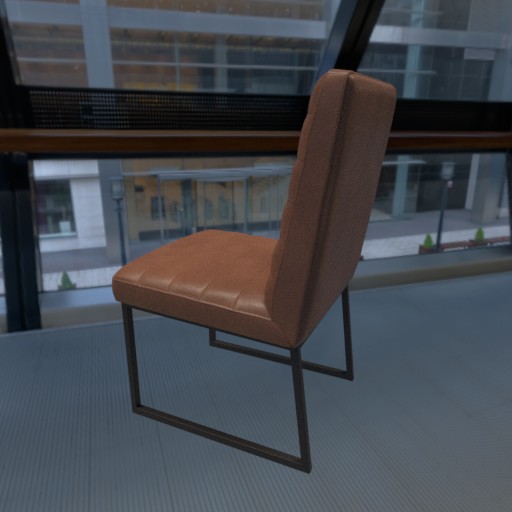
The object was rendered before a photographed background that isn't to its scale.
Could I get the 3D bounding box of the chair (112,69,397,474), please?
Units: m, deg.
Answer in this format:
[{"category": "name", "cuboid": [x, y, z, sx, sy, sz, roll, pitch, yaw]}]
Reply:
[{"category": "chair", "cuboid": [0.000, 0.000, 1.257, 0.634, 0.930, 0.520, 8, 20, 24]}]
